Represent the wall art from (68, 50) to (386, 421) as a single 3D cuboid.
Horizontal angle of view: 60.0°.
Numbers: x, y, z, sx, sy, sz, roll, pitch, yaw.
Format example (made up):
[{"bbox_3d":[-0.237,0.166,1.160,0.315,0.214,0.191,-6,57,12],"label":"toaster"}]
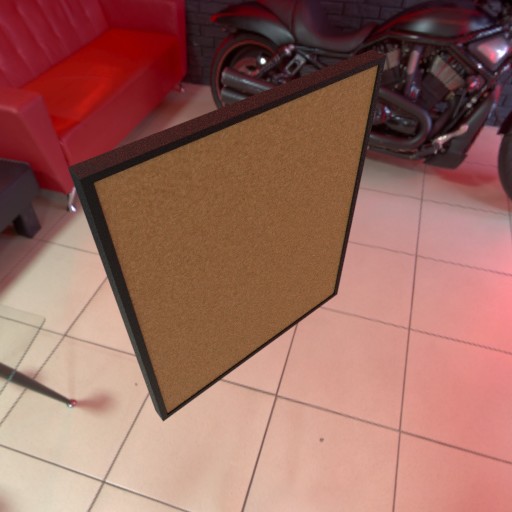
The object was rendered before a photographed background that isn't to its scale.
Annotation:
[{"bbox_3d":[0.000,0.000,0.517,0.330,0.381,0.019,-31,53,-27],"label":"wall art"}]
